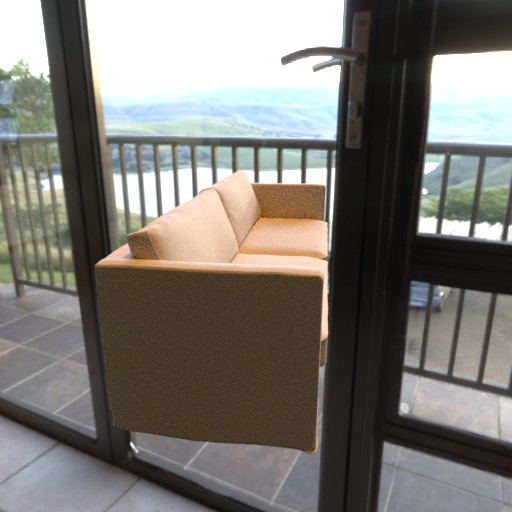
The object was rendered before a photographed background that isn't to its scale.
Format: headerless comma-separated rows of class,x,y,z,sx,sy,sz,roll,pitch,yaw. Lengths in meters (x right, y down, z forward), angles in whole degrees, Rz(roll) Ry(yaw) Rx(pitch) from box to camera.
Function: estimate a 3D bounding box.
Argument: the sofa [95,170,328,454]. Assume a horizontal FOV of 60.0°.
sofa,0.000,0.000,3.237,1.036,0.999,2.779,3,17,8
